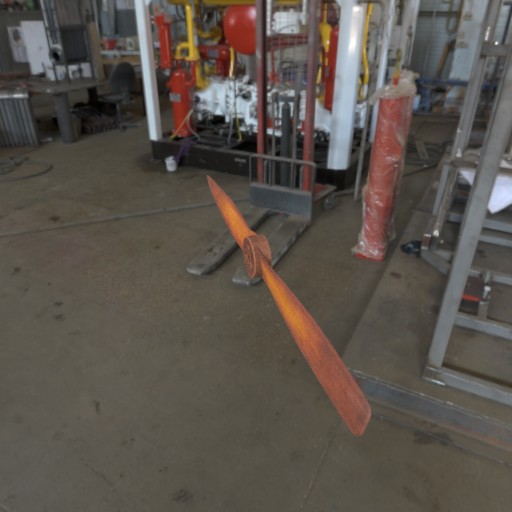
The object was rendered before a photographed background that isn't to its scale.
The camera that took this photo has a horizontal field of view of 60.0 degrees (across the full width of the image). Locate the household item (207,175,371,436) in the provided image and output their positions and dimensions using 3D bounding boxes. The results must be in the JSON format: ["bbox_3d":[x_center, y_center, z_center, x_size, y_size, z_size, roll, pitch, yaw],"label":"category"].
[{"bbox_3d":[0.000,0.000,1.219,0.051,0.121,1.181,-9,31,-15],"label":"household item"}]
